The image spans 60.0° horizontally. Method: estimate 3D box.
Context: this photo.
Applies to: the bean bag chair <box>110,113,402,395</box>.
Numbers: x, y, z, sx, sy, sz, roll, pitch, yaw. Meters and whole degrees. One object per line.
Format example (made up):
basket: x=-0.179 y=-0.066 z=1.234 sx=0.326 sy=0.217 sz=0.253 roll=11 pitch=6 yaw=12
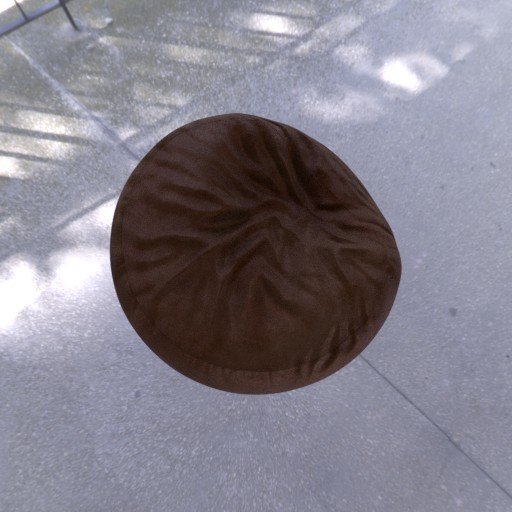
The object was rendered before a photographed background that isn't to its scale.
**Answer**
bean bag chair: x=0.000 y=0.000 z=1.534 sx=0.918 sy=0.616 sz=0.918 roll=0 pitch=77 yaw=0
